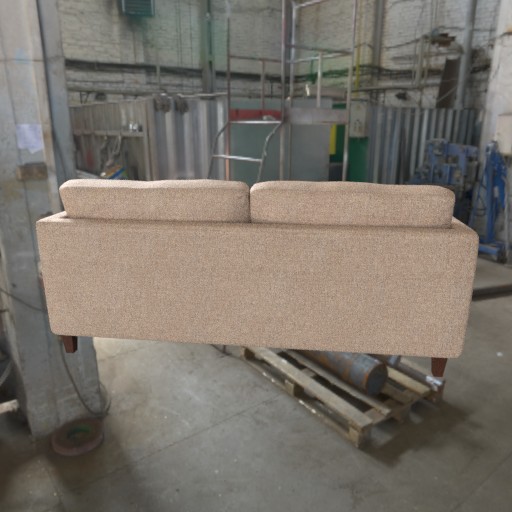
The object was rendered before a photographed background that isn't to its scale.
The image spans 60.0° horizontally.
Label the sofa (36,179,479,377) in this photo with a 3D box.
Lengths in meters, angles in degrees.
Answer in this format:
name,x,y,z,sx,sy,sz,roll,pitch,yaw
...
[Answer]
name,x,y,z,sx,sy,sz,roll,pitch,yaw
sofa,0.000,0.000,2.662,2.208,0.965,0.951,2,17,7
